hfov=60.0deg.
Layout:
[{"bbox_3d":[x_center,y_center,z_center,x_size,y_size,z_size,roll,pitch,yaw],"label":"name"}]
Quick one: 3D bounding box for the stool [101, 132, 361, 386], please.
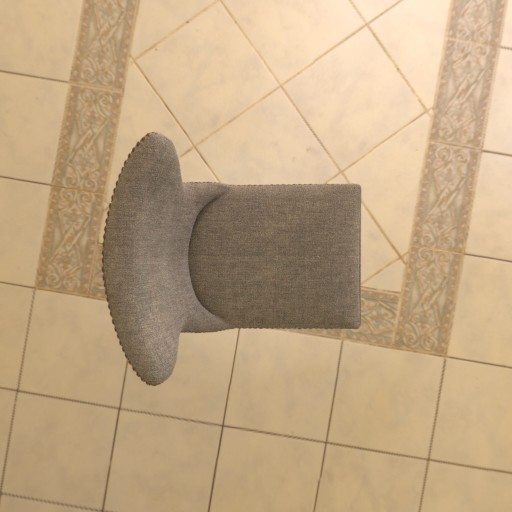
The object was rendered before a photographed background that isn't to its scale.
[{"bbox_3d":[0.000,0.000,1.327,0.608,0.981,0.498,0,91,0],"label":"stool"}]
